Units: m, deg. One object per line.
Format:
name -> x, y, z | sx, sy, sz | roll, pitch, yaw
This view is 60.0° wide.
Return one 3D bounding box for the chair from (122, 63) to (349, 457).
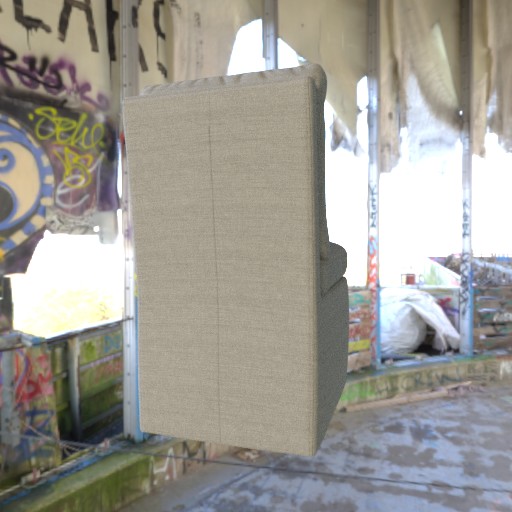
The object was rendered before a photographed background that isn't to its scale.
chair -> 0.000, 0.000, 1.346 | 0.503, 0.927, 0.698 | 0, 1, 18
